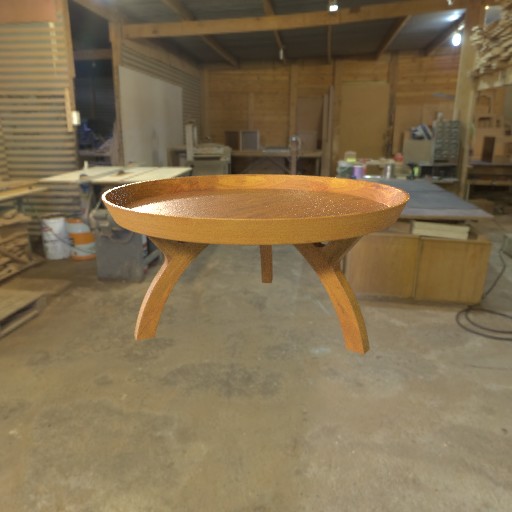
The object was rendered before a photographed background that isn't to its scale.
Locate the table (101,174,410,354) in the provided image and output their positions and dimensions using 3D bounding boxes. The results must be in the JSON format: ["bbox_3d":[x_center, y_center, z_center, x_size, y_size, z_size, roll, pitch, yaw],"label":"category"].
[{"bbox_3d":[0.000,0.000,1.570,1.016,0.470,1.016,0,16,0],"label":"table"}]
